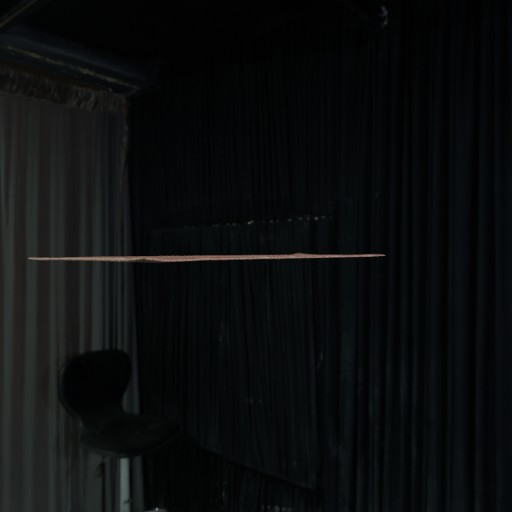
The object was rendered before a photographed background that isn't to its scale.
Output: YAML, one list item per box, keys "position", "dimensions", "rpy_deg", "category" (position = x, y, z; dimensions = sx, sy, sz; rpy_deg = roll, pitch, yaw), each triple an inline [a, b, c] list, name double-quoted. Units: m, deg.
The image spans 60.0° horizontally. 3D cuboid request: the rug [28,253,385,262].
- position: [0.000, 0.000, 2.759]
  dimensions: [0.799, 0.030, 2.444]
  rpy_deg: [0, 1, 35]
  category: "rug"
